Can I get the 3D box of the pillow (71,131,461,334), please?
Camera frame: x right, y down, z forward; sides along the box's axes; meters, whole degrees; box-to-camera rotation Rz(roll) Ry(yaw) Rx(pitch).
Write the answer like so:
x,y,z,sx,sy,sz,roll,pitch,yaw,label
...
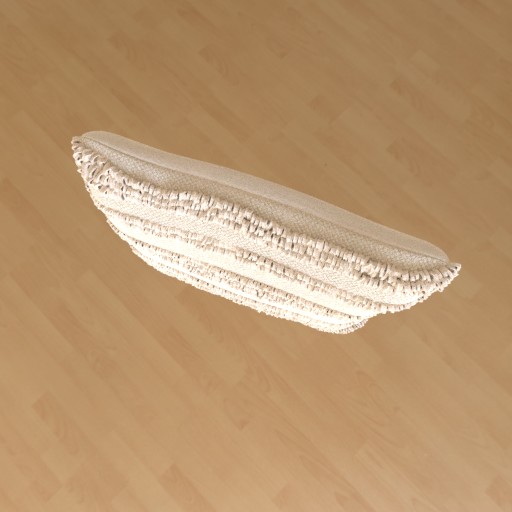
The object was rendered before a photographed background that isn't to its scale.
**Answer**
x,y,z,sx,sy,sz,roll,pitch,yaw,label
0.000,0.000,0.657,0.437,0.427,0.145,19,77,5,pillow
